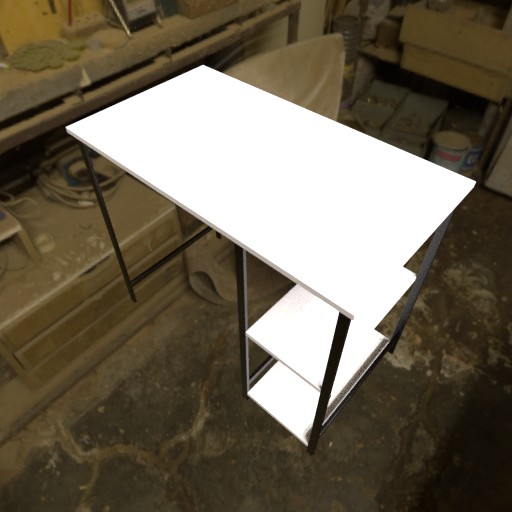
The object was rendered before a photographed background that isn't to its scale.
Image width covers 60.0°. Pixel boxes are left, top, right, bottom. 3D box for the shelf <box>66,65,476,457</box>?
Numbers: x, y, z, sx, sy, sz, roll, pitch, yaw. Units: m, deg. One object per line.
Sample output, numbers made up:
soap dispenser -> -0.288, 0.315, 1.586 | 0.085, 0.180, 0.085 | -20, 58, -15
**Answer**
shelf -> 0.000, 0.000, 1.365 | 0.902, 0.750, 0.498 | 33, 55, 27
